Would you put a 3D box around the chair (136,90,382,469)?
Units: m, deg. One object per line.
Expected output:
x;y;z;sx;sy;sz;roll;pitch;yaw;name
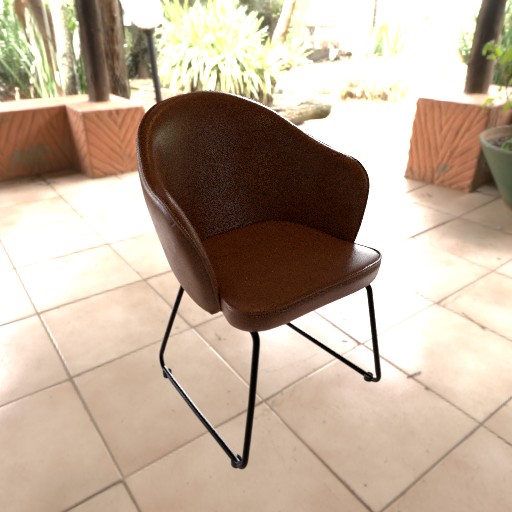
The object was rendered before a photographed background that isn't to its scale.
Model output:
0.000;0.000;1.203;0.582;0.785;0.580;-20;34;-32;chair
